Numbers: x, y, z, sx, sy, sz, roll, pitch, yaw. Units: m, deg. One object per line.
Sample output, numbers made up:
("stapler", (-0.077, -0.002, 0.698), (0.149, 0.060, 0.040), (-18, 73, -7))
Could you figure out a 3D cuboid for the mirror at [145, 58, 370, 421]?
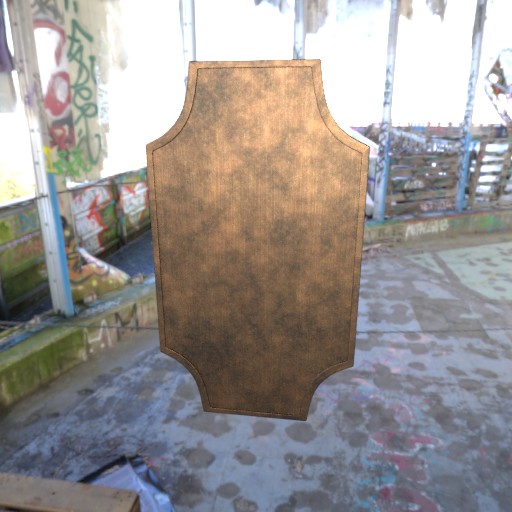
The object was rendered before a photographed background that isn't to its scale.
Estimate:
("mirror", (0.000, 0.000, 1.005), (0.462, 0.811, 0.066), (3, 18, 8))
